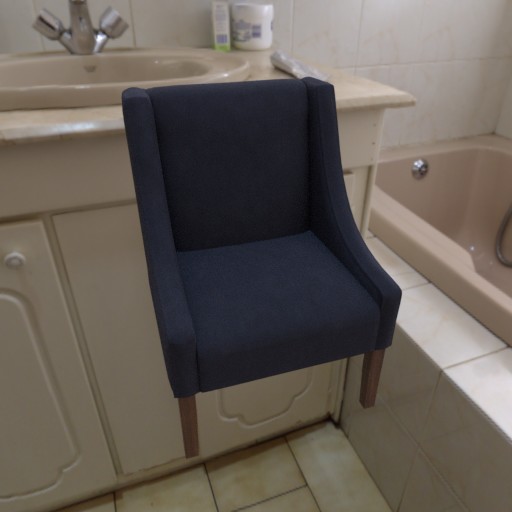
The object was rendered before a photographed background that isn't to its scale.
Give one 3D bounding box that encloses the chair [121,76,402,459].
[{"bbox_3d":[0.000,0.000,1.322,0.629,0.895,0.629,-10,33,-15],"label":"chair"}]
